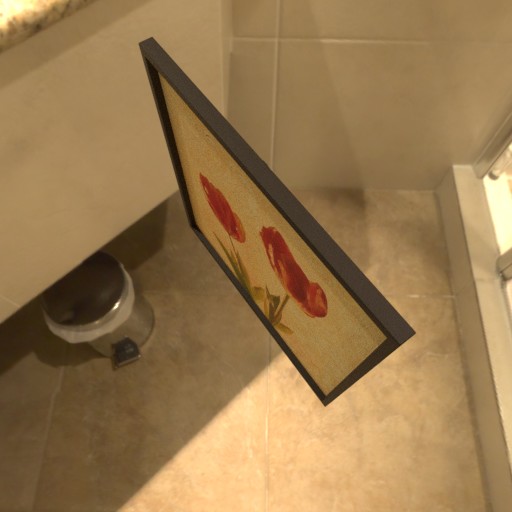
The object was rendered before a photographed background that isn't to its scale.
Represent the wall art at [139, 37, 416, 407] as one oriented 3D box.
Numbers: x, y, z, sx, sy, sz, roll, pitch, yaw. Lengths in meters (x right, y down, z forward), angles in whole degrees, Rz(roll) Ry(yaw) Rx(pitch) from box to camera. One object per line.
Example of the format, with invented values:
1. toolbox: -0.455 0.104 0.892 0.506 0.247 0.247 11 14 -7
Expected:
1. wall art: 0.000 0.000 1.179 0.043 0.807 0.805 -33 69 -14
